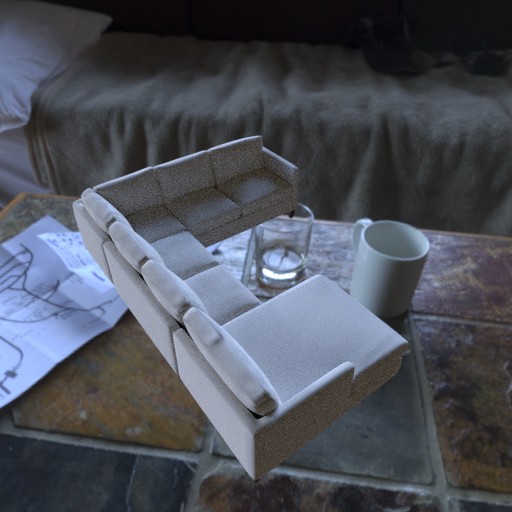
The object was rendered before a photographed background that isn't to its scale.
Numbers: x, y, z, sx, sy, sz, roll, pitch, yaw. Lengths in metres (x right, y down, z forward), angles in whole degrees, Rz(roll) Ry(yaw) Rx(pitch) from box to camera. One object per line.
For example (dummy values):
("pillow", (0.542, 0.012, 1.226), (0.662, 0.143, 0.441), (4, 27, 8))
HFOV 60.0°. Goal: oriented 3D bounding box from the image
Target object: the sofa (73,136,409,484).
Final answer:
("sofa", (0.000, 0.000, 4.581), (2.593, 0.956, 3.459), (-25, 46, -27))
